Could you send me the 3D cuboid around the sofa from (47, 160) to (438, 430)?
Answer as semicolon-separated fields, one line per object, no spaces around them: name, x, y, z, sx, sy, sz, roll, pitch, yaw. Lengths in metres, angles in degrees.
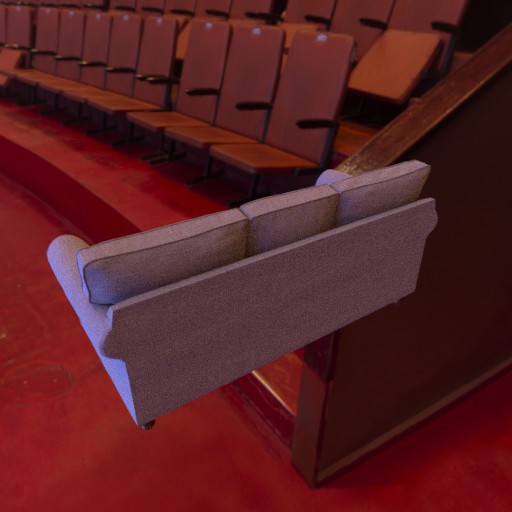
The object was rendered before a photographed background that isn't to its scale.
sofa;0.000;0.000;2.576;2.084;0.961;0.916;-19;35;-29
